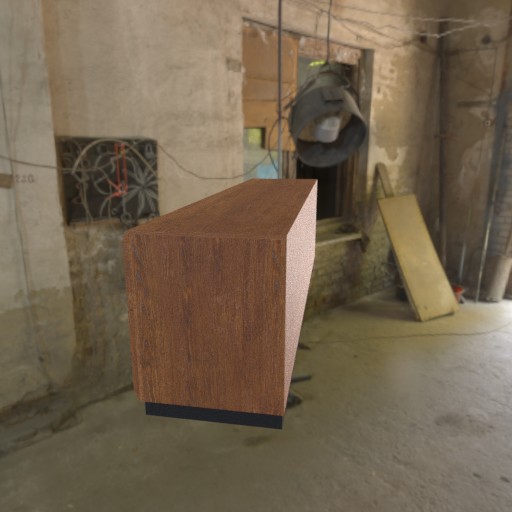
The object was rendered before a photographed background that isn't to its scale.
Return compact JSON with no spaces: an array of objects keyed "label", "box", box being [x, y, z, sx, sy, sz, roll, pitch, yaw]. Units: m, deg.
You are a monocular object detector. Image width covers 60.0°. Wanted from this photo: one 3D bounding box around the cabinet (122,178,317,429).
[{"label":"cabinet","box":[0.000,0.000,1.830,0.419,0.510,1.600,2,14,10]}]
